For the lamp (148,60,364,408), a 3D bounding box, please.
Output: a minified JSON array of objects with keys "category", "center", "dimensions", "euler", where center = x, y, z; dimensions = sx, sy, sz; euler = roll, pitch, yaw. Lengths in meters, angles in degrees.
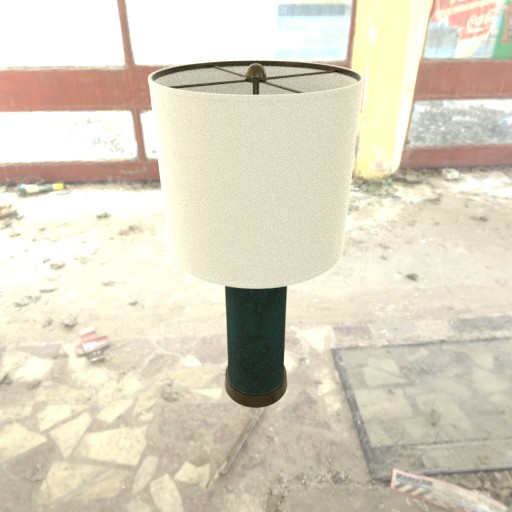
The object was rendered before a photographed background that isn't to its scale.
[{"category":"lamp","center":[0.000,0.000,0.784],"dimensions":[0.301,0.630,0.301],"euler":[8,32,13]}]
